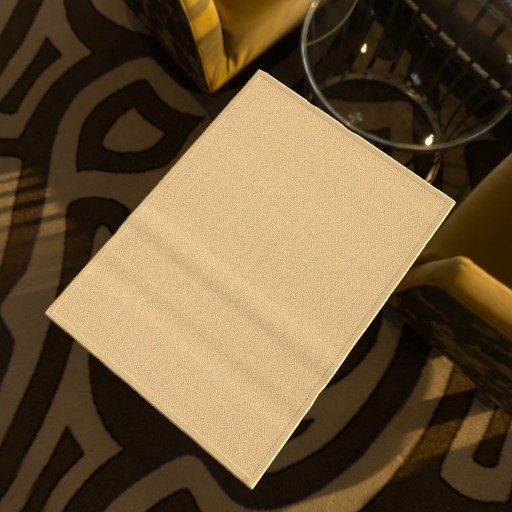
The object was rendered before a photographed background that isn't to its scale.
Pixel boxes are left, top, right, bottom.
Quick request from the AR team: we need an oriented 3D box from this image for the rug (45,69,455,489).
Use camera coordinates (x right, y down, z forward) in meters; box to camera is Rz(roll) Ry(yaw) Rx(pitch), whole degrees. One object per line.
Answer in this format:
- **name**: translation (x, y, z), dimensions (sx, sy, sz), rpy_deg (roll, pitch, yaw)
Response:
- **rug**: translation (0.000, 0.000, 4.733), dimensions (2.734, 0.037, 3.659), rpy_deg (37, 80, 8)
